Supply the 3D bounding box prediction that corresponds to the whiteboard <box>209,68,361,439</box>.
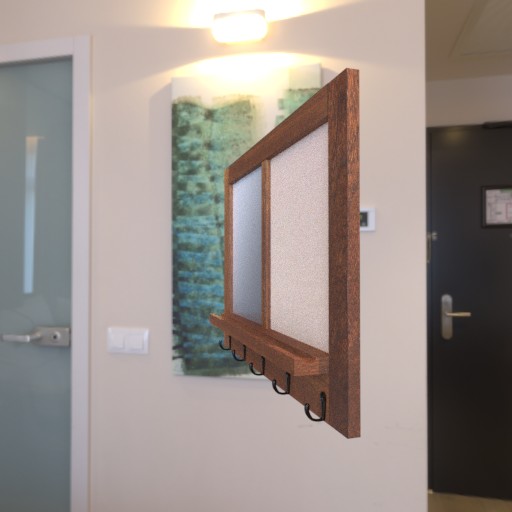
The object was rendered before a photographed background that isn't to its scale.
[{"bbox_3d":[0.000,0.000,1.033,0.083,0.559,0.783,0,-1,-18],"label":"whiteboard"}]
